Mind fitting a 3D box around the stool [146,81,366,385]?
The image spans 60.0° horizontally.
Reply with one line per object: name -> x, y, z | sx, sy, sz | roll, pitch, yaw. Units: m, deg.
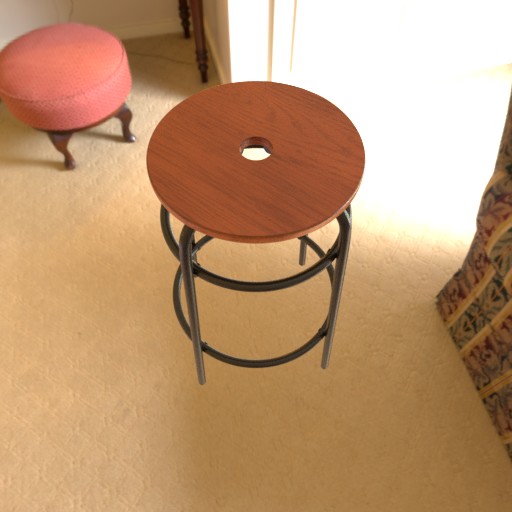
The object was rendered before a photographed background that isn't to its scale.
stool -> 0.000, 0.000, 0.936 | 0.455, 0.610, 0.455 | 33, 63, 19
